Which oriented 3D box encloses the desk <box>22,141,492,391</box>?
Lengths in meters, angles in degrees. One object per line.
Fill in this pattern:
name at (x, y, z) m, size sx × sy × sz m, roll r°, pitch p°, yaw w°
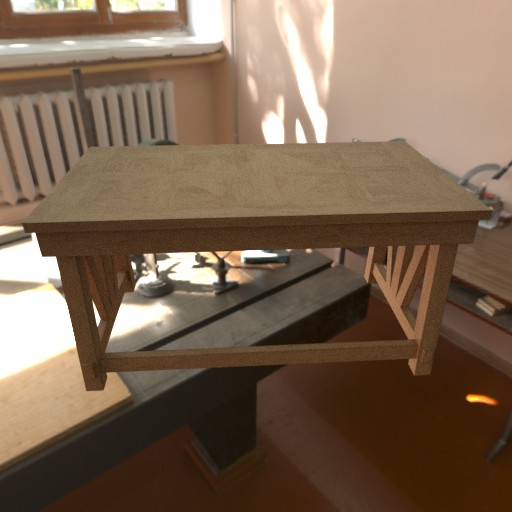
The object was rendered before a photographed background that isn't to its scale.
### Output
desk at (0.000, 0.000, 1.950) m, size 1.499 × 0.762 × 0.813 m, roll -2°, pitch 30°, yaw -3°
